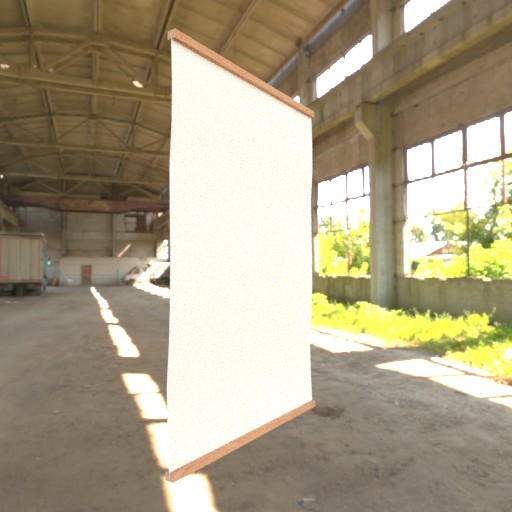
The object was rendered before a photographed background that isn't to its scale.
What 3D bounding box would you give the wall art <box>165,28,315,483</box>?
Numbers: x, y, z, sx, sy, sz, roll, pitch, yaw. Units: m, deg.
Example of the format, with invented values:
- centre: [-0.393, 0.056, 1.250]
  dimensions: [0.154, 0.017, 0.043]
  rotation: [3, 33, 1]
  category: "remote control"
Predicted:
- centre: [0.000, 0.000, 0.634]
  dimensions: [0.012, 0.508, 0.332]
  rotation: [-1, -2, 36]
  category: "wall art"
